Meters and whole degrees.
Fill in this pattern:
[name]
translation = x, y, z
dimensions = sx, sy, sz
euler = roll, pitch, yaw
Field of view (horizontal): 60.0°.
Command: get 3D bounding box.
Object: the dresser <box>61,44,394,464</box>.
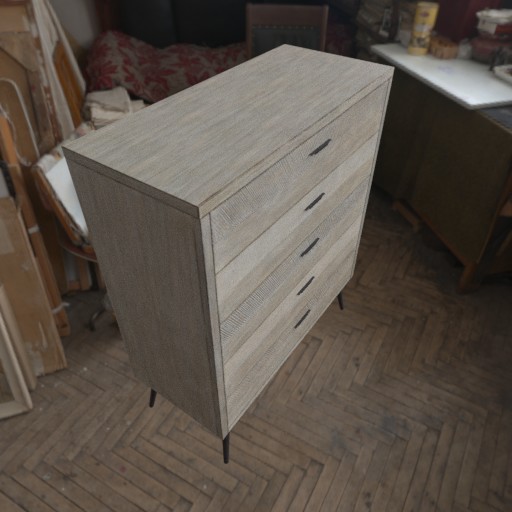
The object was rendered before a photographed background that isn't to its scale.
[dresser]
translation = 0.000, 0.000, 1.704
dimensions = 0.457, 1.219, 1.016
euler = 25, 47, 26
